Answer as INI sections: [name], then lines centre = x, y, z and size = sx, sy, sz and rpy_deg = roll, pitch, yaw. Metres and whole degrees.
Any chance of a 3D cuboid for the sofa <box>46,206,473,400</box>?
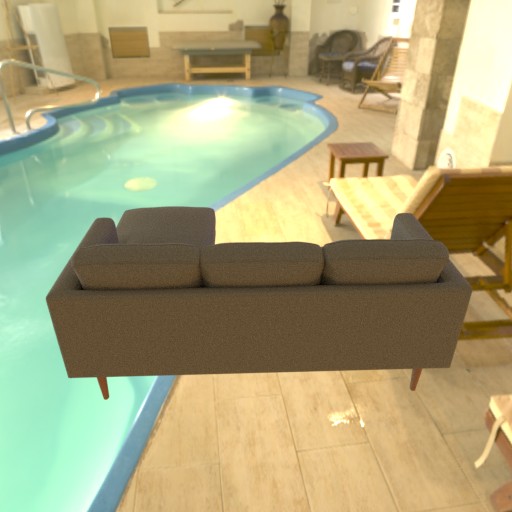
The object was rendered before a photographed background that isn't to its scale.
[sofa]
centre = 0.000, 0.000, 2.883
size = 2.031, 0.897, 1.591
rpy_deg = -1, 30, -2
